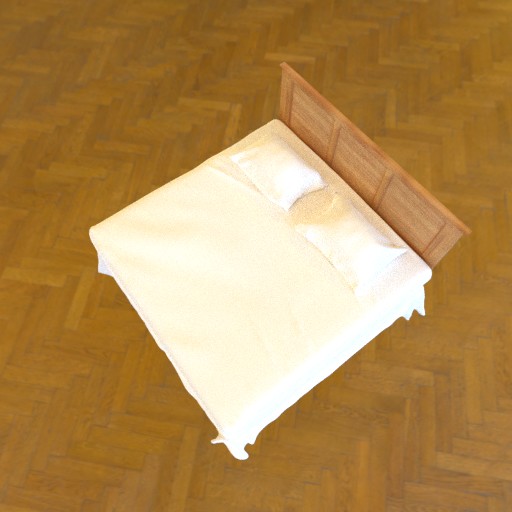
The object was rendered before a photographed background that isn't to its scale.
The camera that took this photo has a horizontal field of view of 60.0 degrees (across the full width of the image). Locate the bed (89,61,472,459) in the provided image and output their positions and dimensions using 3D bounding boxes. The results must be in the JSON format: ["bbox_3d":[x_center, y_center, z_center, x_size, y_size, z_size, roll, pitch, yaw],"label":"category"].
[{"bbox_3d":[0.000,0.000,3.581,2.215,1.270,2.317,-34,69,-15],"label":"bed"}]
